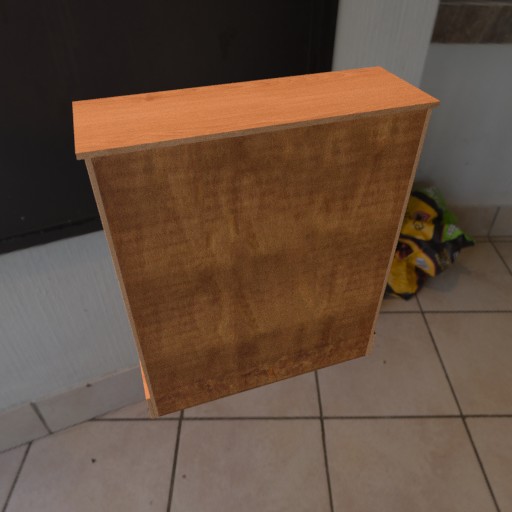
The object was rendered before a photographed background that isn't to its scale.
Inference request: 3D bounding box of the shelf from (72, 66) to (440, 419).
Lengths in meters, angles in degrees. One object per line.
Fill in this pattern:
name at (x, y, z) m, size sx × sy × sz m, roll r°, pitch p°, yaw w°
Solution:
shelf at (0.000, 0.000, 1.386) m, size 0.840 × 0.980 × 0.291 m, roll -12°, pitch 42°, yaw -14°
